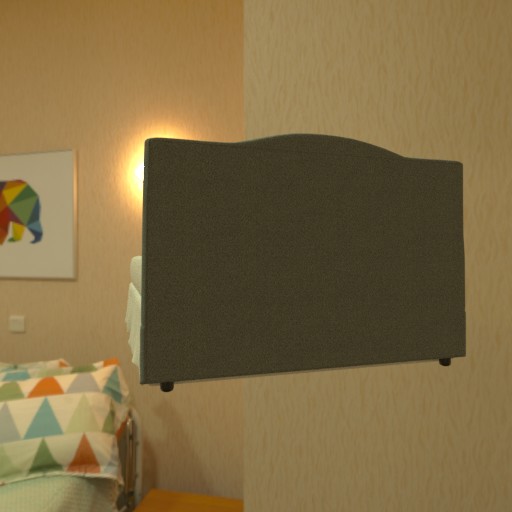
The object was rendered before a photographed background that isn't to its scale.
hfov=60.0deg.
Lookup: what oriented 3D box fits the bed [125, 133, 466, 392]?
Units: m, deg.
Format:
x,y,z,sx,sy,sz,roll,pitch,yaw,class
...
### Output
x,y,z,sx,sy,sz,roll,pitch,yaw,class
0.000,0.000,3.896,2.161,1.457,2.689,0,0,-18,bed
